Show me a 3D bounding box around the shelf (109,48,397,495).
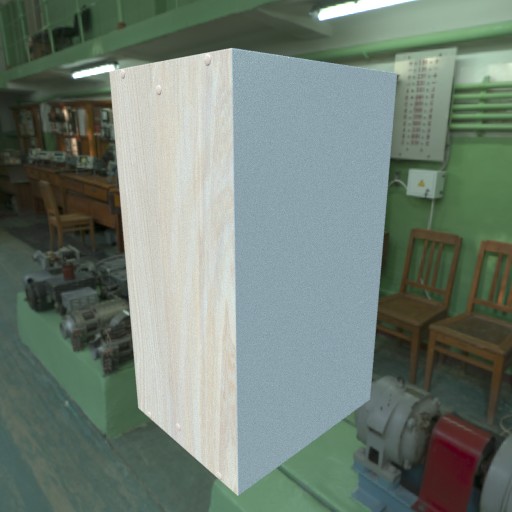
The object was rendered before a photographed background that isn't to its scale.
[{"bbox_3d":[0.000,0.000,0.779,0.350,0.600,0.290,-15,22,-41],"label":"shelf"}]
